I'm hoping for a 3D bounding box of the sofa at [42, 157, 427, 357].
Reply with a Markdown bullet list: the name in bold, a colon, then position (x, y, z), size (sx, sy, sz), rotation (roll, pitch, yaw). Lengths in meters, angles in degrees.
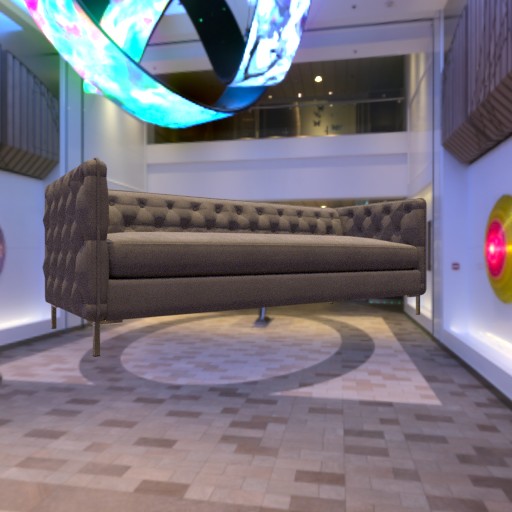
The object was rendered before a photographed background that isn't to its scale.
- **sofa**: position (0.000, 0.000, 2.643), size (2.209, 0.771, 0.895), rotation (0, 0, -35)
